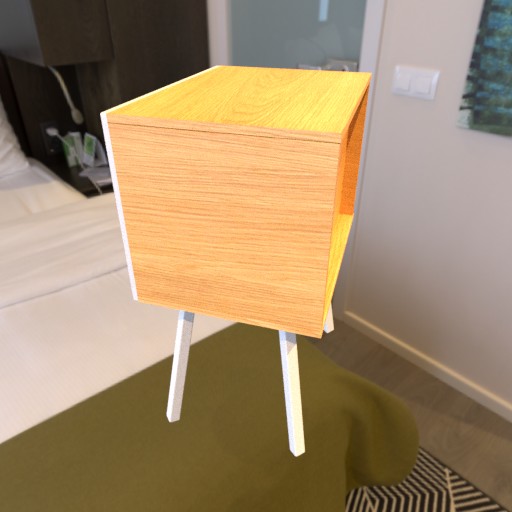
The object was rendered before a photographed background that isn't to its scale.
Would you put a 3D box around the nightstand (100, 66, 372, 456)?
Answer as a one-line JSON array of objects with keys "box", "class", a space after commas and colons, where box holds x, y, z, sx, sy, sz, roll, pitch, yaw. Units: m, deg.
[{"box": [0.000, 0.000, 0.837, 0.316, 0.601, 0.400, 9, 33, 14], "class": "nightstand"}]
